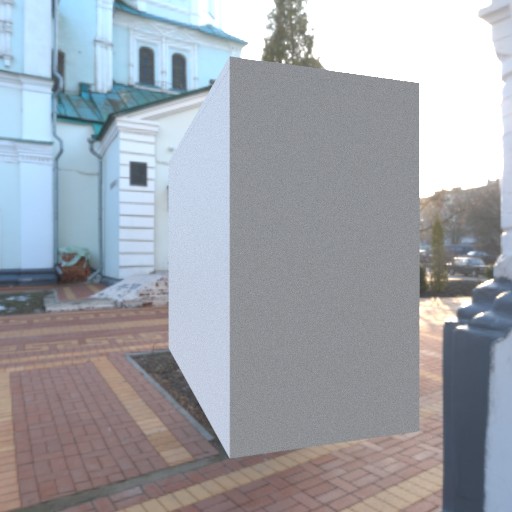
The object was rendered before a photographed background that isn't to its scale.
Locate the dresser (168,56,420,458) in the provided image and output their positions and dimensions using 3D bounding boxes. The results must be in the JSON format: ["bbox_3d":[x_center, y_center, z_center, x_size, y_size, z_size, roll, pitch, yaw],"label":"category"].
[{"bbox_3d":[0.000,0.000,1.496,0.460,0.820,1.100,0,0,-18],"label":"dresser"}]
